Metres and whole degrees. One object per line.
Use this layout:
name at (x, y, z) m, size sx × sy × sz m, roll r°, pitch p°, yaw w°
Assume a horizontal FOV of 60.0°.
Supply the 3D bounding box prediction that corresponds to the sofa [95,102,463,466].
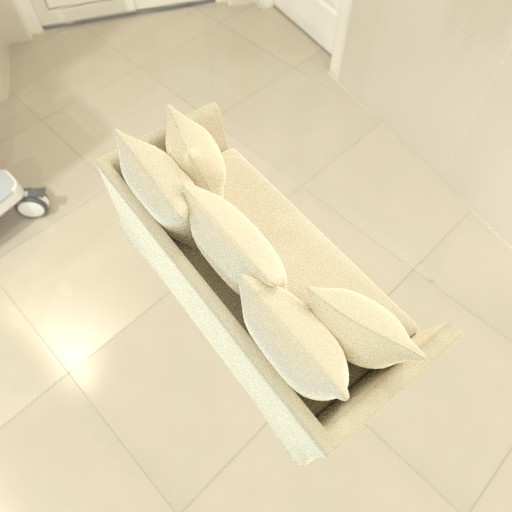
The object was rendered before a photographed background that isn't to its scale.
sofa at (0.000, 0.000, 2.801) m, size 1.031 × 1.034 × 2.290 m, roll -33°, pitch 64°, yaw -19°
